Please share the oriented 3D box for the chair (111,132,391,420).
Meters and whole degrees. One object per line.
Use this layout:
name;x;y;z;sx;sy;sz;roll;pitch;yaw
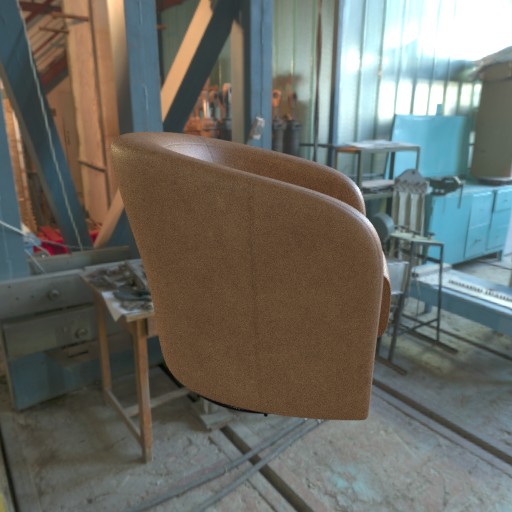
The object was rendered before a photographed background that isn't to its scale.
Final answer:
chair;0.000;0.000;1.433;0.815;0.771;0.791;3;17;9
